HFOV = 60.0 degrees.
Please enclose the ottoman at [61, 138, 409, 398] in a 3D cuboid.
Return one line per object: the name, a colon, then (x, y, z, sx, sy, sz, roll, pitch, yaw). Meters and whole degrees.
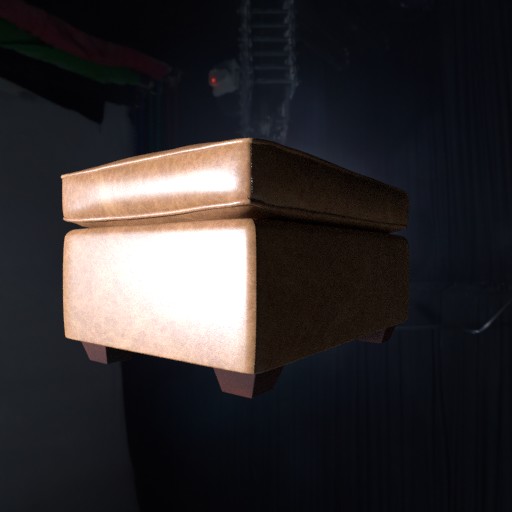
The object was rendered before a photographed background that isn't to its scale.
ottoman: (0.000, 0.000, 1.115, 0.554, 0.468, 0.756, 0, 0, 36)
